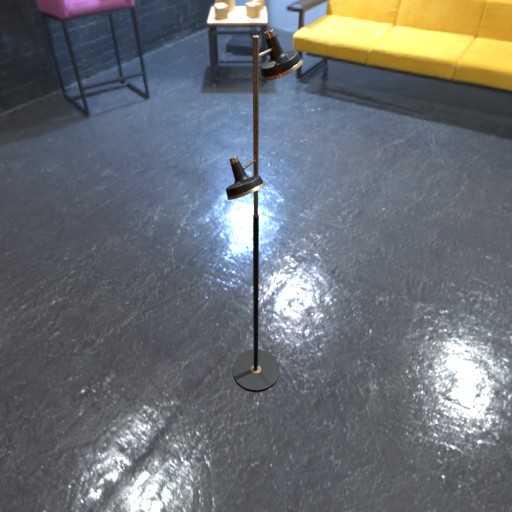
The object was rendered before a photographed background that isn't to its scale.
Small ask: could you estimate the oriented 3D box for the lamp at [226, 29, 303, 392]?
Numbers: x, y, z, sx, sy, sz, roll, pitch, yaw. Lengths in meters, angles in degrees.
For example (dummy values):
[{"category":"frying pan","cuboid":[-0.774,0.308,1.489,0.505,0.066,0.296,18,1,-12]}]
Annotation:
[{"category":"lamp","cuboid":[0.000,0.000,1.812,0.253,1.674,0.351,25,48,25]}]
